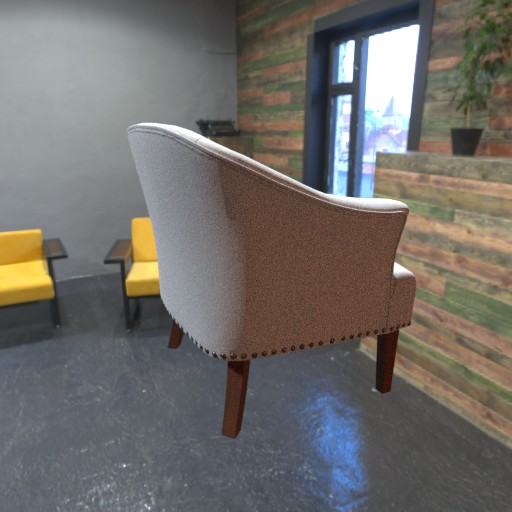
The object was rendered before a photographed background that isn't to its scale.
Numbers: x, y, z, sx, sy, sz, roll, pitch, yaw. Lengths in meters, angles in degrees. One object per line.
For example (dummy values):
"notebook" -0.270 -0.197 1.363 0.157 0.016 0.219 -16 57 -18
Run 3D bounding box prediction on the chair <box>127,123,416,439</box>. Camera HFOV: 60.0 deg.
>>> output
"chair" 0.000 0.000 1.426 0.704 0.815 0.798 -7 17 -24
